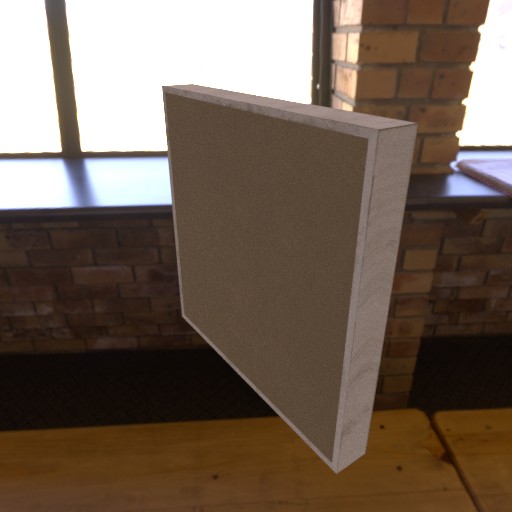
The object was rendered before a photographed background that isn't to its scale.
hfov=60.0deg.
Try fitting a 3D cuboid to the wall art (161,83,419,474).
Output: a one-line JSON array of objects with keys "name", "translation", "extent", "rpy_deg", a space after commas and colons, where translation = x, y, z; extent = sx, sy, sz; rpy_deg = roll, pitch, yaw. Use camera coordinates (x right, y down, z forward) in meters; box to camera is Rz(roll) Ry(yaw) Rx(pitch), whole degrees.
[{"name": "wall art", "translation": [0.000, 0.000, 0.452], "extent": [0.038, 0.303, 0.305], "rpy_deg": [-18, 32, -31]}]
